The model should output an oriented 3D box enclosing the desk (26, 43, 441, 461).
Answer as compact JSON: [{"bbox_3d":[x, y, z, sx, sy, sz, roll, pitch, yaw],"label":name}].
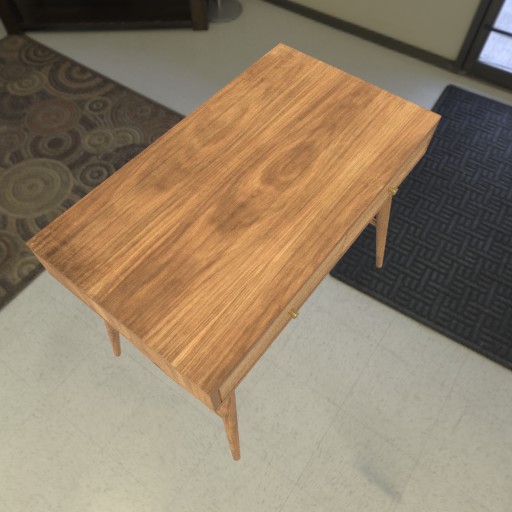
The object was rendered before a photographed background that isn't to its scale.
[{"bbox_3d":[0.000,0.000,1.408,0.588,0.758,0.949,34,64,19],"label":"desk"}]
